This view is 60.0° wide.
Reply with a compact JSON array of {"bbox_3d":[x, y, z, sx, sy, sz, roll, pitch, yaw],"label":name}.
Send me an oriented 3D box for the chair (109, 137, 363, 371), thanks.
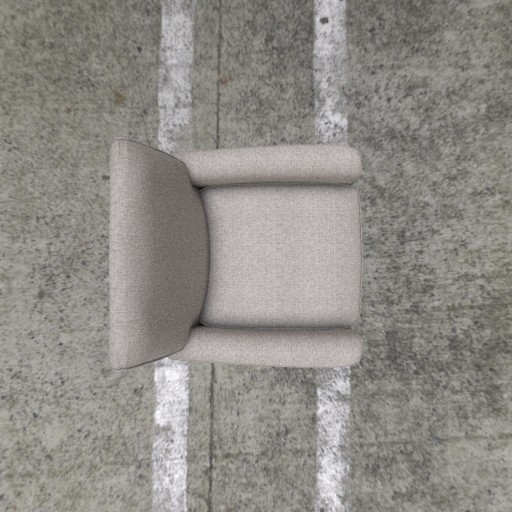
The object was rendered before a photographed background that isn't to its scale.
[{"bbox_3d":[0.000,0.000,1.738,0.864,1.014,0.848,0,89,0],"label":"chair"}]
